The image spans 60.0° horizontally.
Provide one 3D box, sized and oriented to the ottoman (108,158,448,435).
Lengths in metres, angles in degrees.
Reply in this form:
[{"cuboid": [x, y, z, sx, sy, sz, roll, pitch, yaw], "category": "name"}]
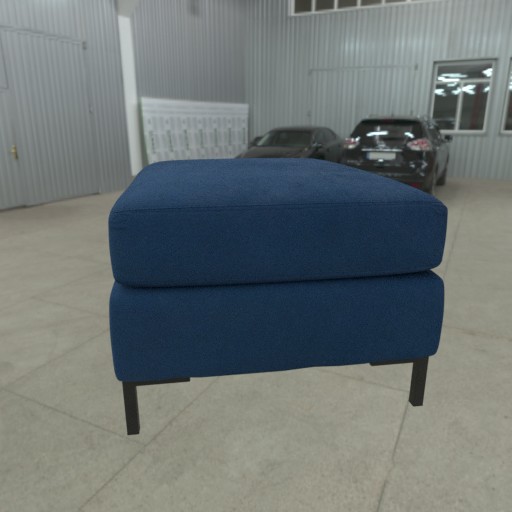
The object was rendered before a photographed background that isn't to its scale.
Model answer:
[{"cuboid": [0.000, 0.000, 1.180, 0.655, 0.485, 0.794, -3, 17, -8], "category": "ottoman"}]
